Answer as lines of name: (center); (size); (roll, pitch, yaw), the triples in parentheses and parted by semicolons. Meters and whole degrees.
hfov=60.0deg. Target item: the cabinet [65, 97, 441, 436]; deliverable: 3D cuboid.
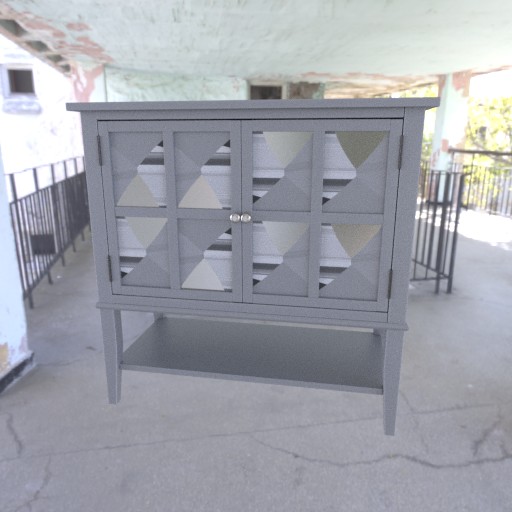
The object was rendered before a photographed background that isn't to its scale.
cabinet: (0.000, 0.000, 1.216); (0.801, 0.780, 0.396); (3, 15, 10)
